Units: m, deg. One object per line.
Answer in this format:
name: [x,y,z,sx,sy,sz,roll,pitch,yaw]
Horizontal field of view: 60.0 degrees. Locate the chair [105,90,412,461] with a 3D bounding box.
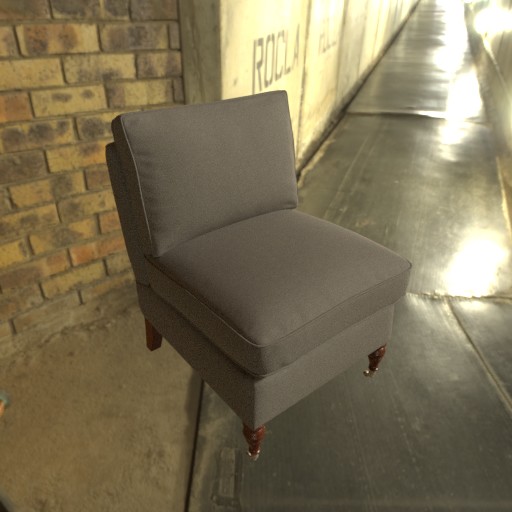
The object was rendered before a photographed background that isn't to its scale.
chair: [0.000,0.000,1.656,0.724,1.045,0.924,-22,36,-32]
